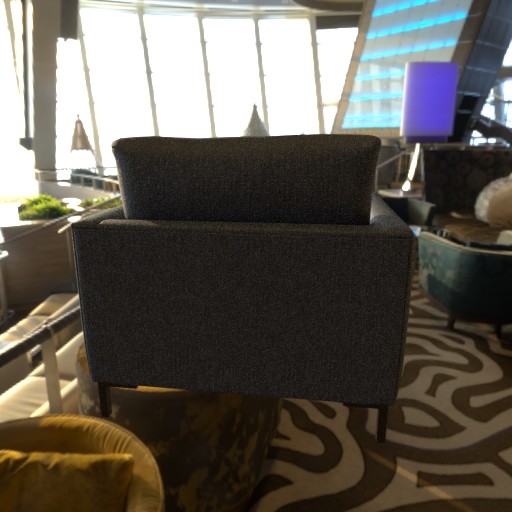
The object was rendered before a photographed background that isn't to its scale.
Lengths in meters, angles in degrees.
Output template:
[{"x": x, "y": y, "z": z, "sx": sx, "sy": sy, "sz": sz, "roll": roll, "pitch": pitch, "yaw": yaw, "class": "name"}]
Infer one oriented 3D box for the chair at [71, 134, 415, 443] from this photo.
[{"x": 0.000, "y": 0.000, "z": 1.629, "sx": 0.963, "sy": 0.861, "sz": 0.866, "roll": 2, "pitch": 15, "yaw": 8, "class": "chair"}]
